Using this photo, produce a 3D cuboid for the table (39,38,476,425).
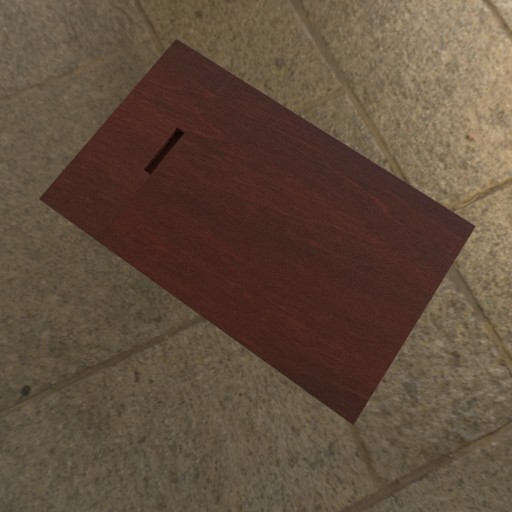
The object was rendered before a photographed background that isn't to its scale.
[{"bbox_3d":[0.000,0.000,0.989,0.584,0.612,0.356,34,79,7],"label":"table"}]
